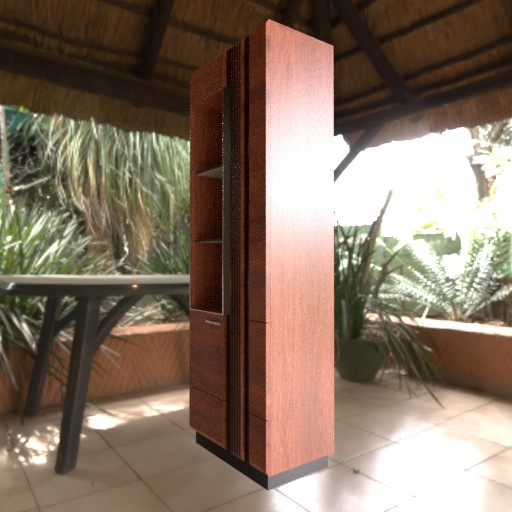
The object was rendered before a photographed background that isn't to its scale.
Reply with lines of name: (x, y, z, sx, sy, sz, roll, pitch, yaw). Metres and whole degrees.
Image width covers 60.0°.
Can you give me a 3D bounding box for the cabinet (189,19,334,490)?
cabinet: (0.000, 0.000, 2.220, 0.420, 1.980, 0.660, 1, -1, -37)
